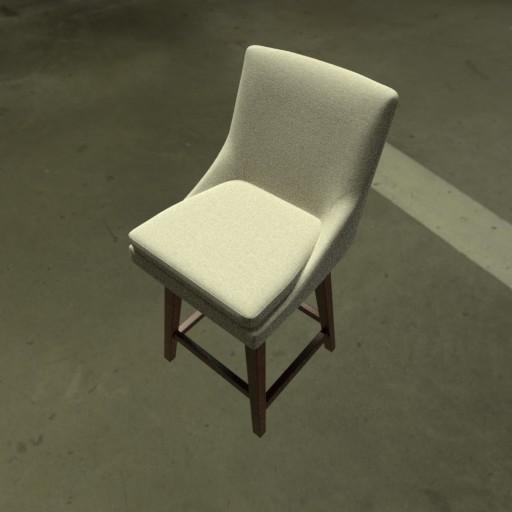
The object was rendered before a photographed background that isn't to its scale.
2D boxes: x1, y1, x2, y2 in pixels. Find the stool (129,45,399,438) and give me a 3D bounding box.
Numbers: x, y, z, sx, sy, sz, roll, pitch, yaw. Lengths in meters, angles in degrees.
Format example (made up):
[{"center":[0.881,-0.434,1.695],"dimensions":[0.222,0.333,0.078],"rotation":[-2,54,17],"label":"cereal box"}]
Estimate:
[{"center":[0.000,0.000,1.329],"dimensions":[0.469,0.991,0.559],"rotation":[31,54,27],"label":"stool"}]
